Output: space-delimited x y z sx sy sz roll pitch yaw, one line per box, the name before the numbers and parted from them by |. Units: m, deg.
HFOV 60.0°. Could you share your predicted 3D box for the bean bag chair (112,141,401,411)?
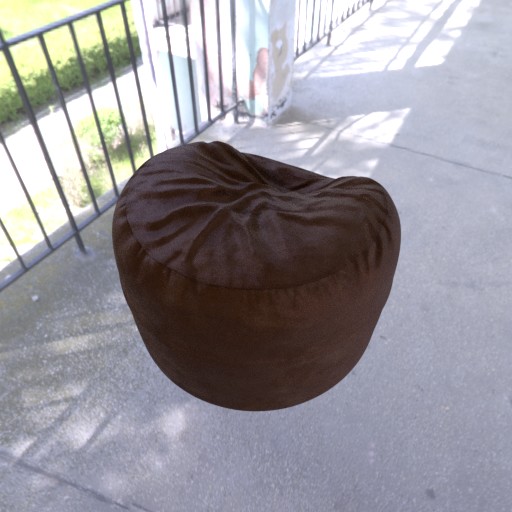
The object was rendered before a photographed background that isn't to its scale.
bean bag chair | 0.000 0.000 1.539 0.918 0.616 0.918 0 46 0
